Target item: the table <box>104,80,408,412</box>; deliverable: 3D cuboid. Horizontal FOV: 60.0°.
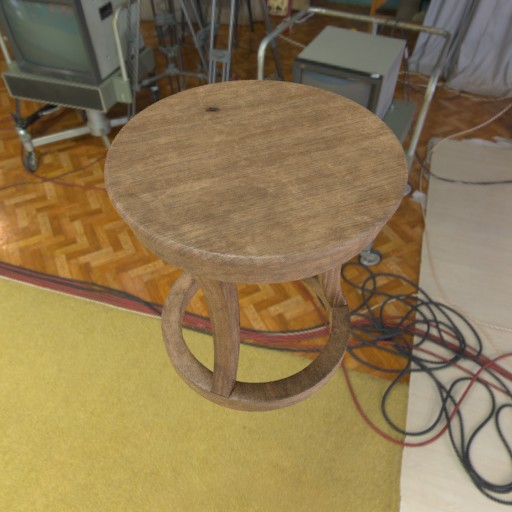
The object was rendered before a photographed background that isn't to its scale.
[{"bbox_3d":[0.000,0.000,0.809,0.432,0.460,0.432,0,48,0],"label":"table"}]
